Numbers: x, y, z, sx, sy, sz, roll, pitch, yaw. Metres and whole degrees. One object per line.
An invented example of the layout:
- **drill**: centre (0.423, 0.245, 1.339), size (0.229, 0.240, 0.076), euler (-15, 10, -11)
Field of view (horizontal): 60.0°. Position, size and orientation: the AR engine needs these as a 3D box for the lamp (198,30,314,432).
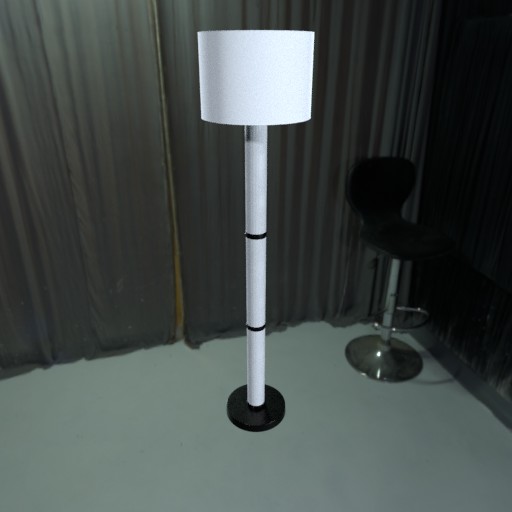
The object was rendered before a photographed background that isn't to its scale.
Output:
- **lamp**: centre (0.000, 0.000, 1.762), size (0.377, 1.599, 0.377), euler (-8, 26, -17)
